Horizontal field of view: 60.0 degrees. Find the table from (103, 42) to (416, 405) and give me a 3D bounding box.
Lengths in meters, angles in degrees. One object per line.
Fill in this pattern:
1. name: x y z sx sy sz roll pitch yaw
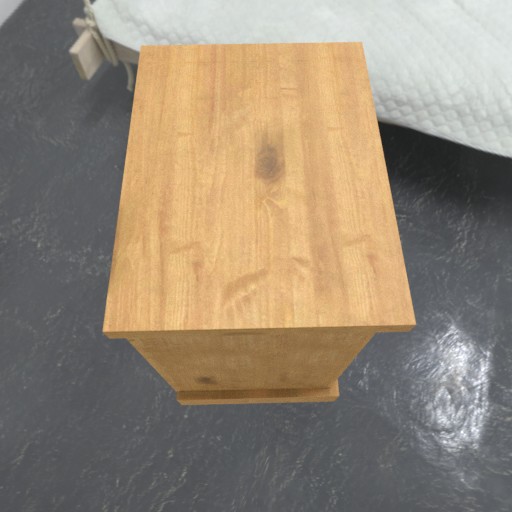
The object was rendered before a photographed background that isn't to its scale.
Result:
1. table: 0.000 0.000 1.210 0.500 0.813 0.660 -1 64 -1
